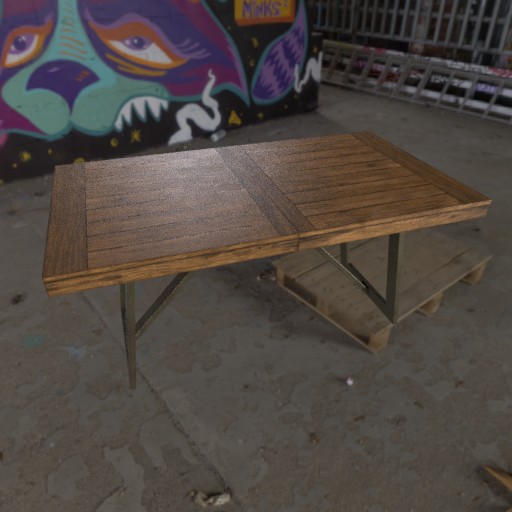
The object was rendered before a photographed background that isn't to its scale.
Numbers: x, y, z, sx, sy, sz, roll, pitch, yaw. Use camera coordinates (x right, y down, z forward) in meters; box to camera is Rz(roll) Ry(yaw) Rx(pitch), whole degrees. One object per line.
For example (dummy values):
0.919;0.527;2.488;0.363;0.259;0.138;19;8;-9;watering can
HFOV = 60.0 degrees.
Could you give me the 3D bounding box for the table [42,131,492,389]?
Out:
0.000;0.000;2.097;1.641;0.757;0.931;-10;34;-16;table
